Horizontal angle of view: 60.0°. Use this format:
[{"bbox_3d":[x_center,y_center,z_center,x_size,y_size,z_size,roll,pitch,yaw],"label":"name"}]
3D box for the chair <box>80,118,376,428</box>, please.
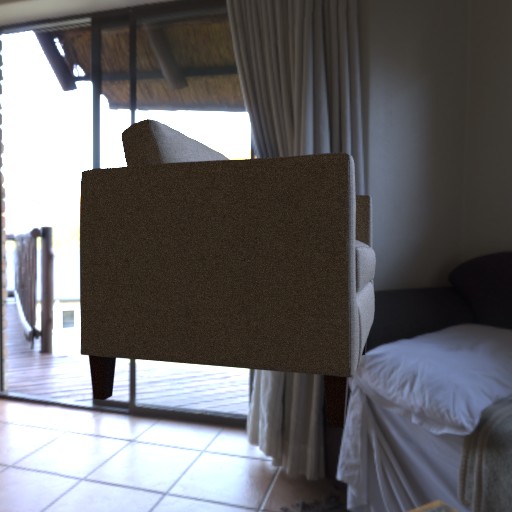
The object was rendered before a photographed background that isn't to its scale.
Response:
[{"bbox_3d":[0.000,0.000,1.876,0.959,0.987,1.107,0,1,17],"label":"chair"}]
